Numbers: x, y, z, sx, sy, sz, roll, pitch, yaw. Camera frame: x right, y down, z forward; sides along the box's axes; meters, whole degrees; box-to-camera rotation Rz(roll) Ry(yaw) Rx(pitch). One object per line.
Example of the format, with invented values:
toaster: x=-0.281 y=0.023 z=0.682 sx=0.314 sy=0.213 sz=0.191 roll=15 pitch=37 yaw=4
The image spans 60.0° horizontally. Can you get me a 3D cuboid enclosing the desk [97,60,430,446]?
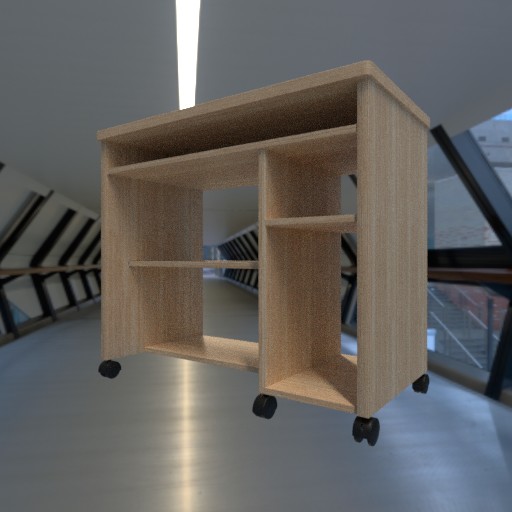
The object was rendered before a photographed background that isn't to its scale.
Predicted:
desk: x=0.000 y=0.000 z=1.317 sx=0.884 sy=0.770 sz=0.480 roll=0 pitch=0 yaw=35
